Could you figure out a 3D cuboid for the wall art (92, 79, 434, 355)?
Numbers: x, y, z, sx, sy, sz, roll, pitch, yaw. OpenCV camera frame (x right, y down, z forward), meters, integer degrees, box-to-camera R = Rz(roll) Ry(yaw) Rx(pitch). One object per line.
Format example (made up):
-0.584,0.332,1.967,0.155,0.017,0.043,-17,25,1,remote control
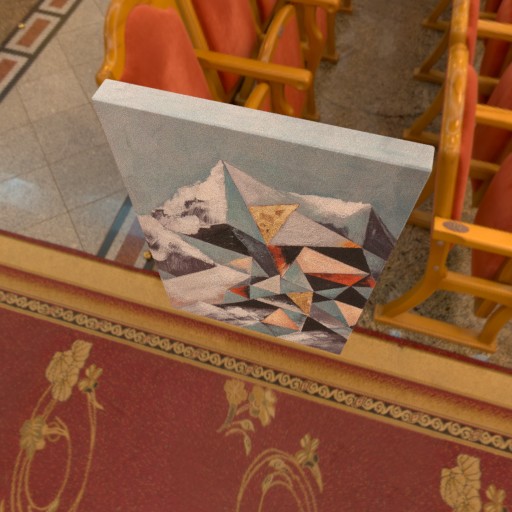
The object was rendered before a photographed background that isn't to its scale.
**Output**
0.000,0.000,1.162,0.609,0.911,0.061,14,60,9,wall art
